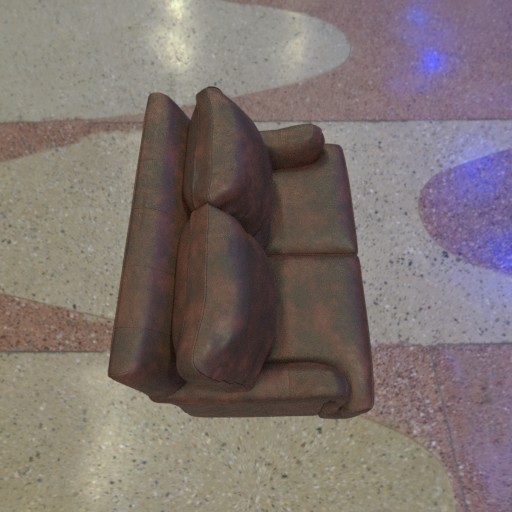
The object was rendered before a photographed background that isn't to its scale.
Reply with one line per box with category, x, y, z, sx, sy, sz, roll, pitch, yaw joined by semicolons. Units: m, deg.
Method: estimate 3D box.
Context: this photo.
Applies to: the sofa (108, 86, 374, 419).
sofa;0.000;0.000;2.408;1.148;1.070;1.628;0;62;0
